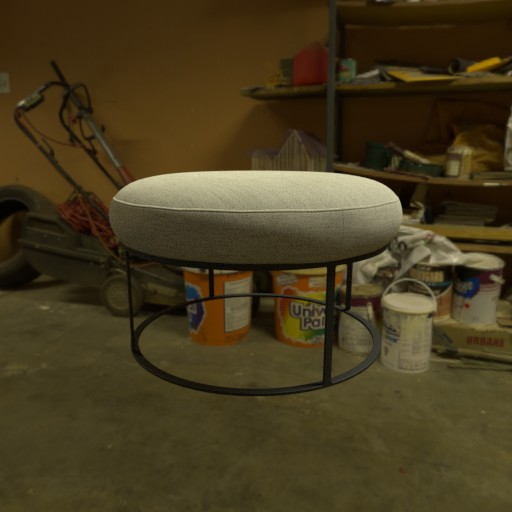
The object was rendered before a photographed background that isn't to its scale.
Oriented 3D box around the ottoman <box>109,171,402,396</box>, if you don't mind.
[{"bbox_3d":[0.000,0.000,1.245,0.769,0.459,0.769,0,13,0],"label":"ottoman"}]
